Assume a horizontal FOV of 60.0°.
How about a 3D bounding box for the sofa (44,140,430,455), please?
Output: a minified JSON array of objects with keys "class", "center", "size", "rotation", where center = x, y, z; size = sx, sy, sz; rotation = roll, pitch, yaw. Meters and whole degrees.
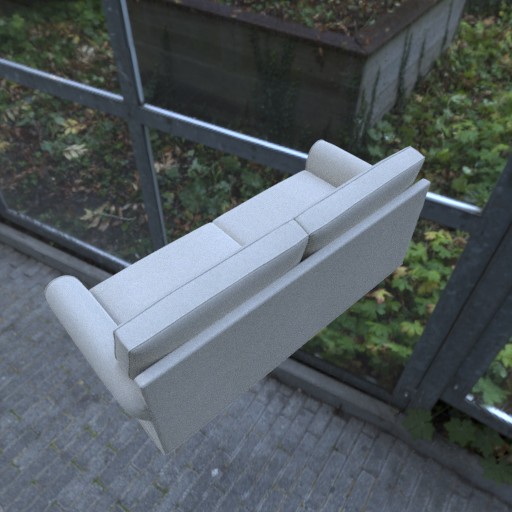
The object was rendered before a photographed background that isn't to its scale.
[{"class":"sofa","center":[0.000,0.000,2.610],"size":[2.146,0.962,0.901],"rotation":[-33,54,-27]}]
